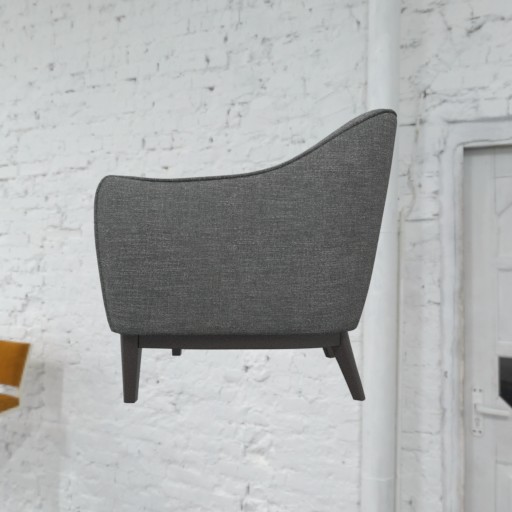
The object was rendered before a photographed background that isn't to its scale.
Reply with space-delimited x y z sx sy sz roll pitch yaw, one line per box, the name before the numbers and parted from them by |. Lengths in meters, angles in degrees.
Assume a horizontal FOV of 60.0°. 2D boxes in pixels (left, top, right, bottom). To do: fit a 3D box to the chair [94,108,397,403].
chair | 0.000 0.000 1.563 0.851 0.829 0.870 0 -1 1
